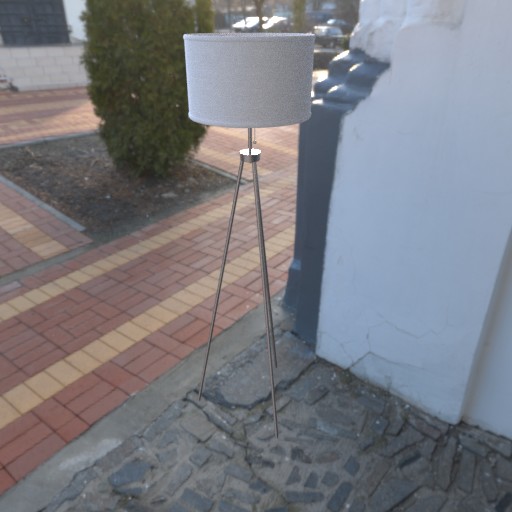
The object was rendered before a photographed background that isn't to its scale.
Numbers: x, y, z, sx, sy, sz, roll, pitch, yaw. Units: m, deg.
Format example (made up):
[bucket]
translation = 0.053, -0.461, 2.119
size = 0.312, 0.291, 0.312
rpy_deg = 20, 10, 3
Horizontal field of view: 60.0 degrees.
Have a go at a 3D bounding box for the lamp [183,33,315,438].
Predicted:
[lamp]
translation = 0.000, 0.000, 1.728
size = 0.448, 1.545, 0.458
rpy_deg = -18, 33, -30
